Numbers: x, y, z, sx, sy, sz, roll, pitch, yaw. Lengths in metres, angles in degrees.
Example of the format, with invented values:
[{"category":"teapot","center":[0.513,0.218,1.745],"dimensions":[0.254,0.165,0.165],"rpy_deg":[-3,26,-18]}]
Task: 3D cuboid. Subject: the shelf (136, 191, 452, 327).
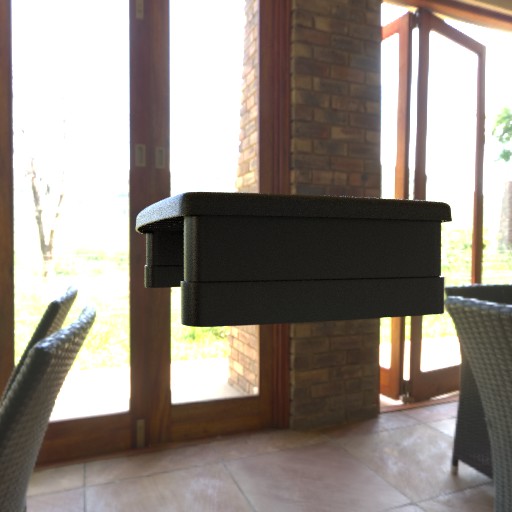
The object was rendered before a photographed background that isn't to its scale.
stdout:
[{"category":"shelf","center":[0.000,0.000,0.538],"dimensions":[0.280,0.100,0.410],"rpy_deg":[0,1,-18]}]
